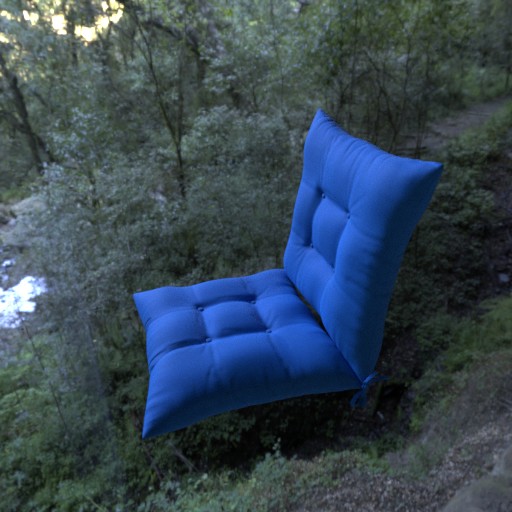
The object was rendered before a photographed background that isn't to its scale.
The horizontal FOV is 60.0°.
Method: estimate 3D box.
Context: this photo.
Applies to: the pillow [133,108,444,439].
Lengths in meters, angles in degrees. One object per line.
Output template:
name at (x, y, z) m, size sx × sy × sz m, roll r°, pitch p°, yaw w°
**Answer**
pillow at (0.000, 0.000, 1.005) m, size 0.585 × 0.536 × 0.541 m, roll -8°, pitch 30°, yaw -14°
